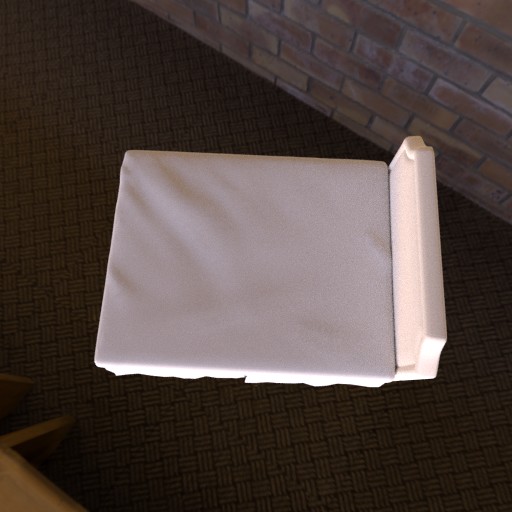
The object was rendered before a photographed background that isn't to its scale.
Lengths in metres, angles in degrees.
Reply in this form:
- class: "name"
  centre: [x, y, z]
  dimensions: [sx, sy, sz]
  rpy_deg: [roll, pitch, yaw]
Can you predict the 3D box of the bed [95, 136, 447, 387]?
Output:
- class: "bed"
  centre: [0.000, 0.000, 3.603]
  dimensions: [2.498, 1.293, 1.977]
  rpy_deg: [3, 74, 1]
